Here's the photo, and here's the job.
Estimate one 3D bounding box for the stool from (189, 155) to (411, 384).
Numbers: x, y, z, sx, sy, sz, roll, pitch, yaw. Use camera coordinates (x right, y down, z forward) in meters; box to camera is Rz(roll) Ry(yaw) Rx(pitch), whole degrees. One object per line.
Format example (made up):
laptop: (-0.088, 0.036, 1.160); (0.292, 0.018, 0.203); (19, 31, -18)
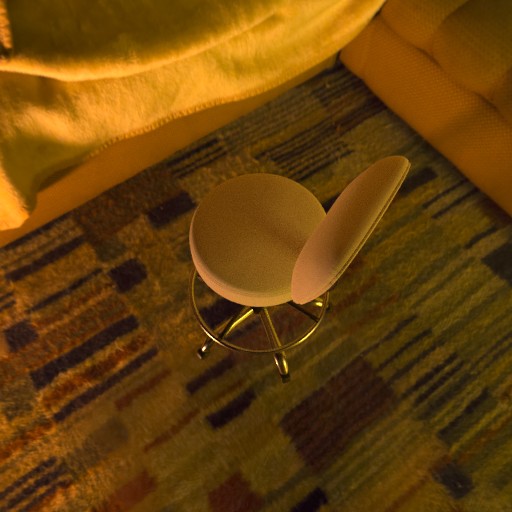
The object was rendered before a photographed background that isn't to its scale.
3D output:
stool: (0.000, 0.000, 1.444); (0.616, 1.080, 0.609); (31, 67, 14)
